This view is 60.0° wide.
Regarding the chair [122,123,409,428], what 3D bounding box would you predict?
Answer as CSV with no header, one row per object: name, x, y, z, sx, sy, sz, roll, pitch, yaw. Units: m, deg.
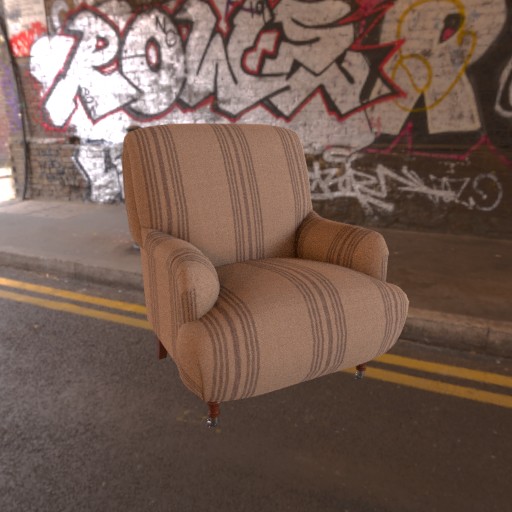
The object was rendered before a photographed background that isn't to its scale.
chair,0.000,0.000,1.633,0.813,0.940,0.914,-8,18,-27
